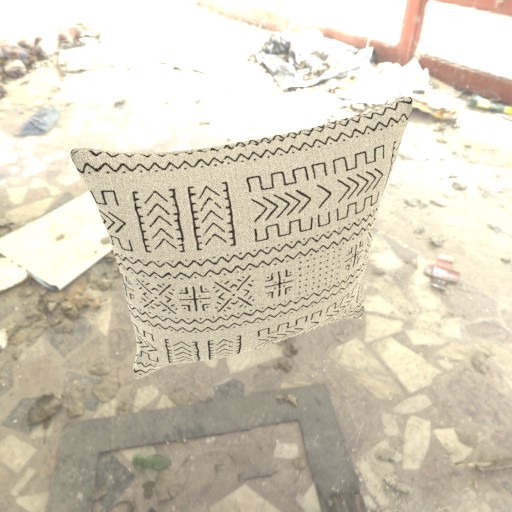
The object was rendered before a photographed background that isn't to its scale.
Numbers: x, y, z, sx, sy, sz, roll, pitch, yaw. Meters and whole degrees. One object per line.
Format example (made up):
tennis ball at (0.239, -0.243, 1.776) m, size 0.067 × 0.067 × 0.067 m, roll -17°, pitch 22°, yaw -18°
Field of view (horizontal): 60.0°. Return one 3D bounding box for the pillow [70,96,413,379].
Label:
pillow at (0.000, 0.000, 0.666) m, size 0.438 × 0.430 × 0.164 m, roll -13°, pitch 43°, yaw -14°
